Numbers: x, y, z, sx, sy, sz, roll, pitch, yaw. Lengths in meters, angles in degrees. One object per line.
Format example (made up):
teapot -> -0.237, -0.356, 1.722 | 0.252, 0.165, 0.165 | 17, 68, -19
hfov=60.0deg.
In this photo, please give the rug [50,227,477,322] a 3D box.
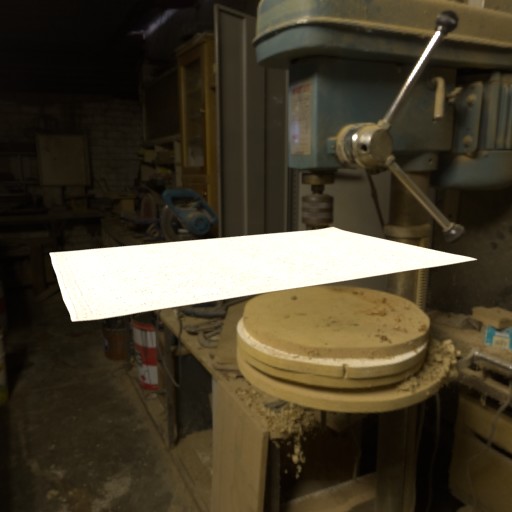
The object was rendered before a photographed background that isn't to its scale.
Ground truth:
rug -> 0.000, 0.000, 2.949 | 2.434, 0.023, 1.518 | -6, 14, -27
